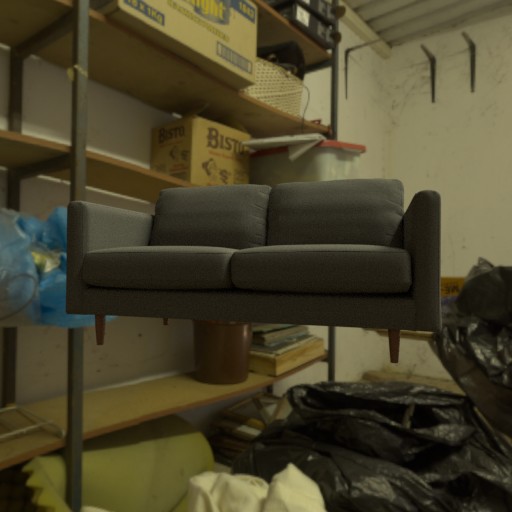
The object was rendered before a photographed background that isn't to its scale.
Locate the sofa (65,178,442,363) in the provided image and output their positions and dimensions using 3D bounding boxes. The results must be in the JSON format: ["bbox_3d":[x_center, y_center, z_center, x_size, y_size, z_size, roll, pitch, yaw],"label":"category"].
[{"bbox_3d":[0.000,0.000,2.315,1.713,0.866,0.940,0,-1,16],"label":"sofa"}]
